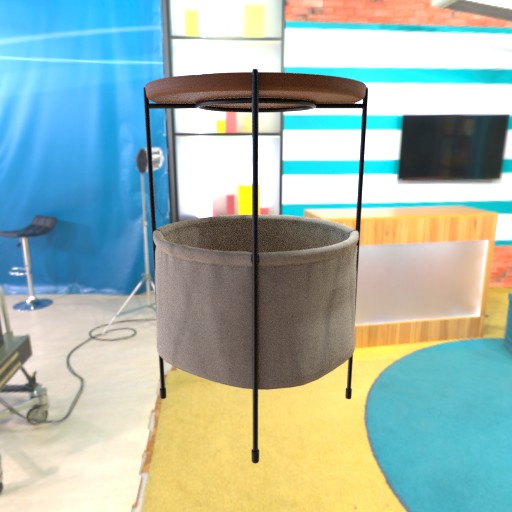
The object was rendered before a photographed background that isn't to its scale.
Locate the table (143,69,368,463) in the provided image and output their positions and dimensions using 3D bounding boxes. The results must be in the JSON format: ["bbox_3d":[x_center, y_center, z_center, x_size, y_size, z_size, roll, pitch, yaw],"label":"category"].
[{"bbox_3d":[0.000,0.000,0.870,0.393,0.623,0.393,-14,20,-43],"label":"table"}]
